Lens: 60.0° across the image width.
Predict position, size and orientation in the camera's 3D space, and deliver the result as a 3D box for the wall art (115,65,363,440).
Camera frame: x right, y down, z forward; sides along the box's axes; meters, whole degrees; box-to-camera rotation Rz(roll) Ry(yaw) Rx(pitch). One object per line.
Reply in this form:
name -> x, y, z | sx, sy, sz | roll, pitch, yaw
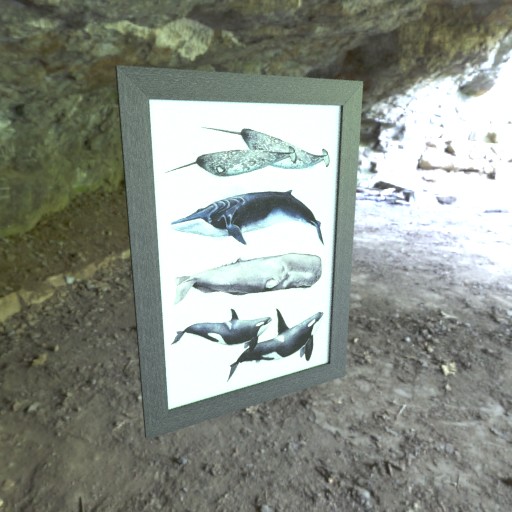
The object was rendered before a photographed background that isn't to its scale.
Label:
wall art -> 0.000, 0.000, 1.465 | 0.810, 1.116, 0.016 | -8, 18, -27
